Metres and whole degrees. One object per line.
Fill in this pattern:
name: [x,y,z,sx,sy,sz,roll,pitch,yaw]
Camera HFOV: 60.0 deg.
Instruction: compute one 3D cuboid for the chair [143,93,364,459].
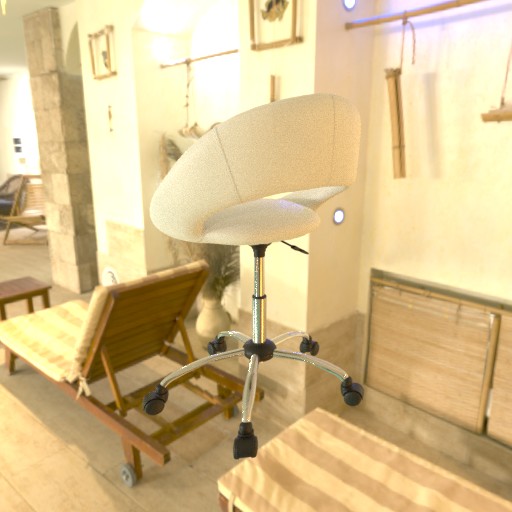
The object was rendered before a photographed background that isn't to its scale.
chair: [0.000,0.000,1.188,0.538,0.791,0.612,14,20,43]
